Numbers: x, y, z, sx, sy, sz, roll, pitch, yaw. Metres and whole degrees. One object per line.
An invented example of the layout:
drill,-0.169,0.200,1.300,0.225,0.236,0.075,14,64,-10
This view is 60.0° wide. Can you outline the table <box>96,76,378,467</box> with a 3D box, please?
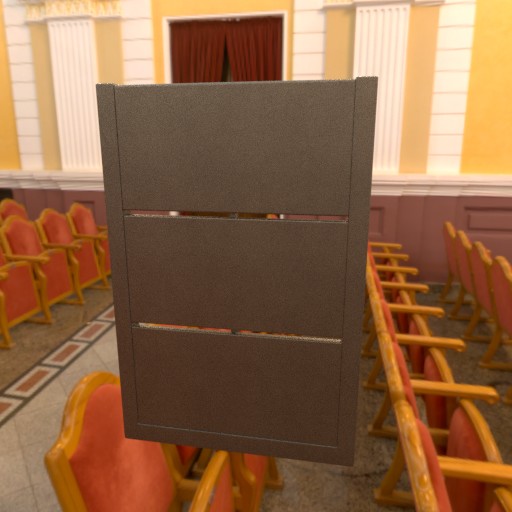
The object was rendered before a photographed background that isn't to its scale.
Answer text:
table,0.000,0.000,0.891,0.405,0.609,0.420,3,14,10
